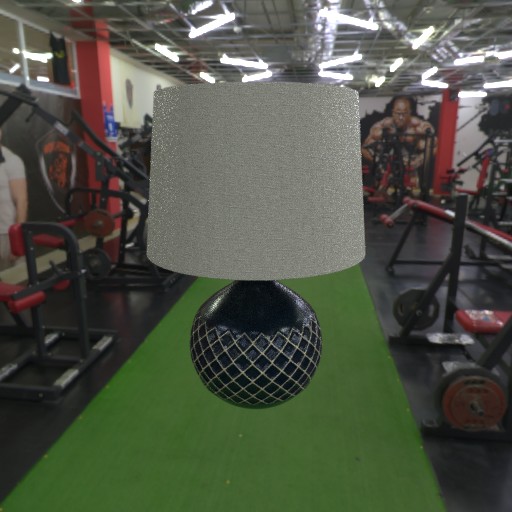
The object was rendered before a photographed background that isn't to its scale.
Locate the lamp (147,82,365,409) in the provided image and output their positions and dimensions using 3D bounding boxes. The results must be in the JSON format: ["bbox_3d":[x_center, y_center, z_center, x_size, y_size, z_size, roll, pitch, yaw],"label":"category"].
[{"bbox_3d":[0.000,0.000,0.786,0.376,0.540,0.376,0,14,0],"label":"lamp"}]
